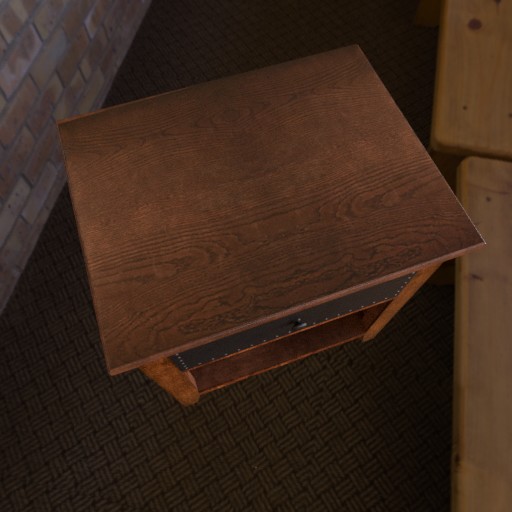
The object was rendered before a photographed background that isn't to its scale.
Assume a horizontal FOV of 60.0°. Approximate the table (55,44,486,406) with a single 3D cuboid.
[{"bbox_3d":[0.000,0.000,0.991,0.586,0.597,0.461,-18,66,-8],"label":"table"}]
